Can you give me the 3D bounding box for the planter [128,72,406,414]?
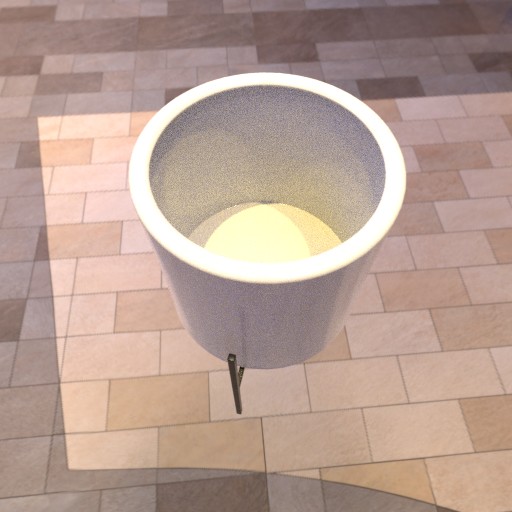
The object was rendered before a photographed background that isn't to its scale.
[{"bbox_3d":[0.000,0.000,0.736,0.361,0.480,0.360,35,65,19],"label":"planter"}]
